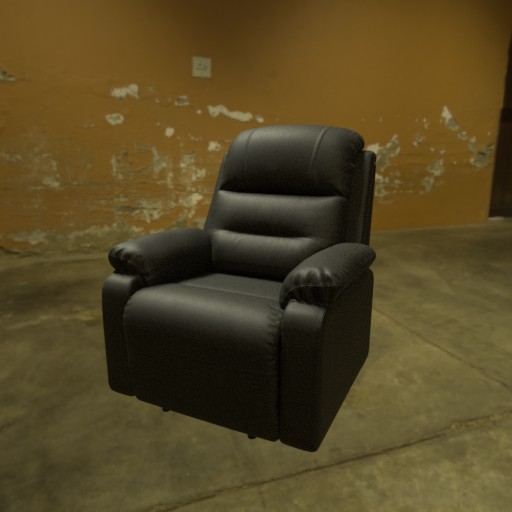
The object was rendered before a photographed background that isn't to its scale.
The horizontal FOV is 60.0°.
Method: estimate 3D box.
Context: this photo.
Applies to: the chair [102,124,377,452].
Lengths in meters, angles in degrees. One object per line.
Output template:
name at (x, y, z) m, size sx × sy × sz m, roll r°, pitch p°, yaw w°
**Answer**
chair at (0.000, 0.000, 1.693) m, size 0.855 × 0.992 × 0.919 m, roll 7°, pitch 16°, yaw 25°
